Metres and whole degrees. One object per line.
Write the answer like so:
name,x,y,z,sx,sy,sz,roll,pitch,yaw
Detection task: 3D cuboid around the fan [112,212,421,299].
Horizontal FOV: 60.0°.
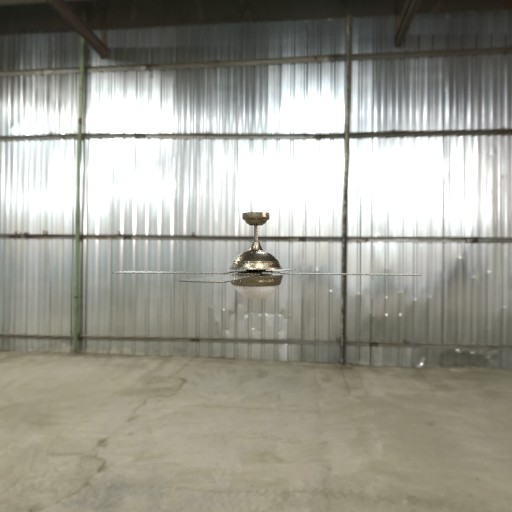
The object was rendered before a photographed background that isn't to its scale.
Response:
fan,0.000,0.000,1.978,1.321,0.381,1.321,0,0,35
